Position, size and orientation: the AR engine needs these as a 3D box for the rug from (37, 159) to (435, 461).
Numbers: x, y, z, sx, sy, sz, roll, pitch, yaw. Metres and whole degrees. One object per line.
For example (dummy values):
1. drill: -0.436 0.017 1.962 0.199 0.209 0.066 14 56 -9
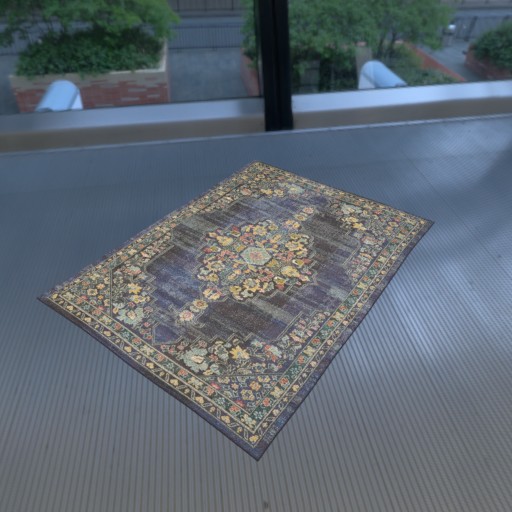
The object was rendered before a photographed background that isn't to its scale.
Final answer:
1. rug: 0.000 0.000 4.844 2.716 0.035 3.612 25 46 27
